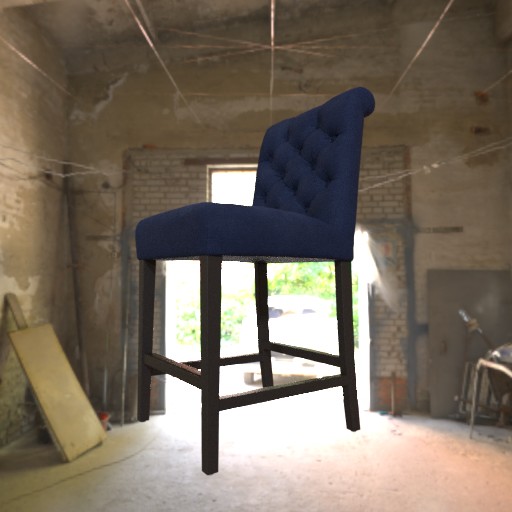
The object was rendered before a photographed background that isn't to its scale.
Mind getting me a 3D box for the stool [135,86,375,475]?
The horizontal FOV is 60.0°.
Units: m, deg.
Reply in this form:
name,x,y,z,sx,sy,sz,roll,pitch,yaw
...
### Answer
name,x,y,z,sx,sy,sz,roll,pitch,yaw
stool,0.000,0.000,1.350,0.601,1.010,0.493,1,-3,-34
